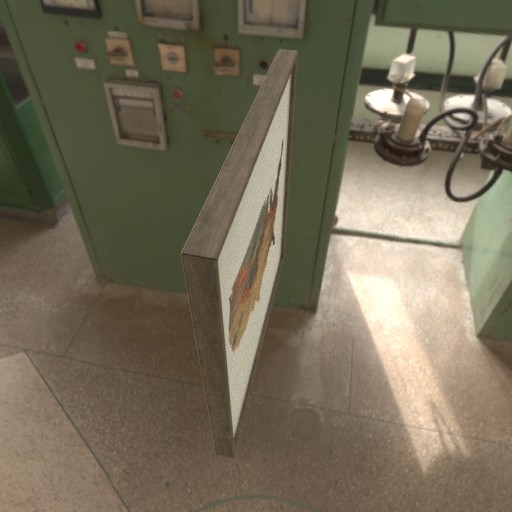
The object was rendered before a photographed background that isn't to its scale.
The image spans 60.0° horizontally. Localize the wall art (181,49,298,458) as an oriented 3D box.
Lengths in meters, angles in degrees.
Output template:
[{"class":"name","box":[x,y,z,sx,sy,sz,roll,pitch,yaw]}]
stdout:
[{"class":"wall art","box":[0.000,0.000,1.140,0.050,0.751,0.749,9,47,9]}]
